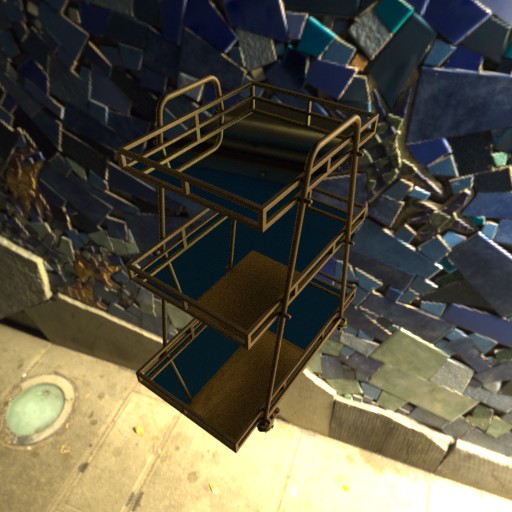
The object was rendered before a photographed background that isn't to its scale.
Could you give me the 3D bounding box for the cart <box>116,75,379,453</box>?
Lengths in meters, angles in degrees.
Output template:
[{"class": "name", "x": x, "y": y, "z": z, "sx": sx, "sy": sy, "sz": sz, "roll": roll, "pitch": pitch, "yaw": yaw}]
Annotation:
[{"class": "cart", "x": 0.000, "y": 0.000, "z": 1.258, "sx": 0.441, "sy": 0.883, "sz": 0.711, "roll": 26, "pitch": 48, "yaw": 26}]
